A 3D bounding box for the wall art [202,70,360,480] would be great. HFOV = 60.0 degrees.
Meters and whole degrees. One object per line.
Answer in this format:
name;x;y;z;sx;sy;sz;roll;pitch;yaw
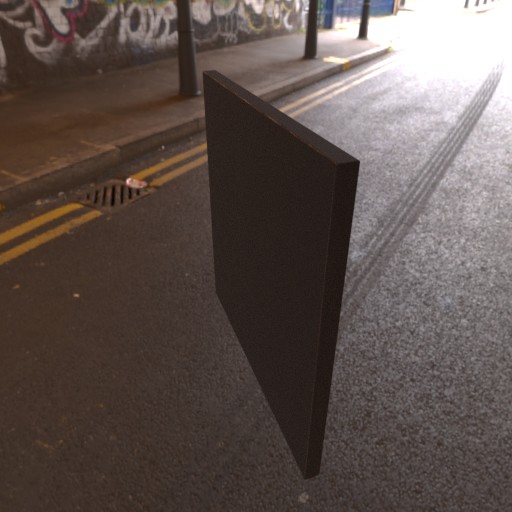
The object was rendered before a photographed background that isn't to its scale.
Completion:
wall art;0.000;0.000;1.126;0.038;0.762;0.762;-11;34;-17
